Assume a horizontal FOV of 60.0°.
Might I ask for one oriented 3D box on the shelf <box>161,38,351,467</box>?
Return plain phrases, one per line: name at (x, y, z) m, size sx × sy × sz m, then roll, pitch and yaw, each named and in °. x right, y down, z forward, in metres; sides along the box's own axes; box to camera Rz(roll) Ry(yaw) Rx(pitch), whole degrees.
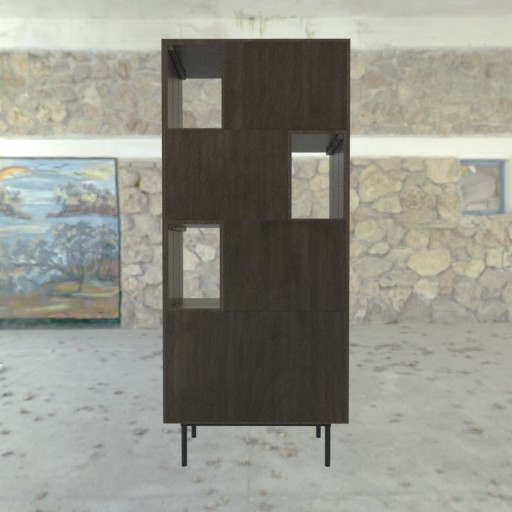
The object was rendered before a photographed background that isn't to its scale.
shelf at (0.000, 0.000, 1.744) m, size 0.670 × 1.545 × 0.323 m, roll 0°, pitch 1°, yaw 0°
